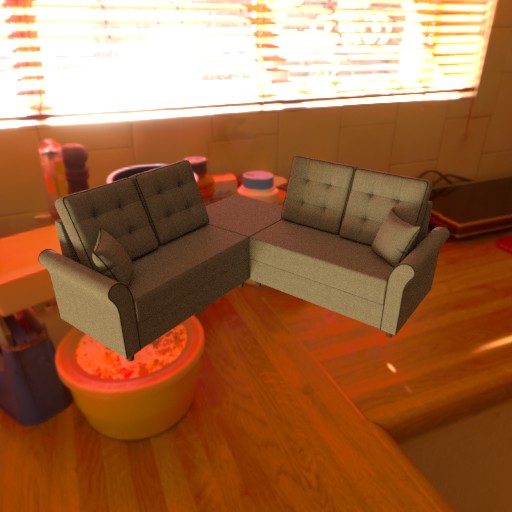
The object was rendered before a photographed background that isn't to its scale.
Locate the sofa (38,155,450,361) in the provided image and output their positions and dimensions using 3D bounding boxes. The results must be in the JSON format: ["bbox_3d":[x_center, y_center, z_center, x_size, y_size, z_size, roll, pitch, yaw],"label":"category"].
[{"bbox_3d":[0.000,0.000,3.162,2.070,0.988,2.068,19,33,32],"label":"sofa"}]
